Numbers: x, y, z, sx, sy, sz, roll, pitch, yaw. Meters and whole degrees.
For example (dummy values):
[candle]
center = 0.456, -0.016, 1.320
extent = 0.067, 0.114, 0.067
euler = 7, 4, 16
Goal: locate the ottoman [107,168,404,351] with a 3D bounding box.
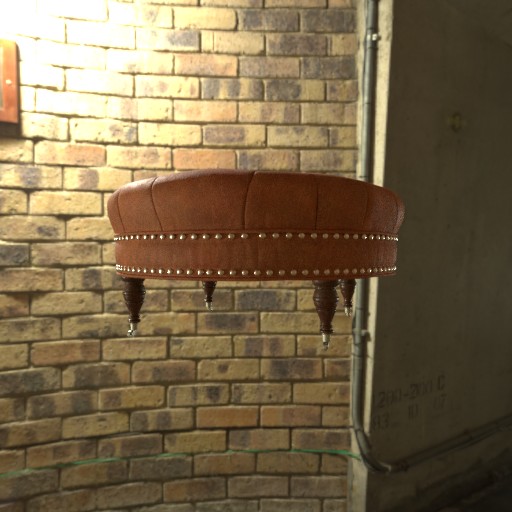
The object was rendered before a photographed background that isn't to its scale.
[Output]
[ottoman]
center = 0.000, 0.000, 1.404
extent = 0.901, 0.444, 0.901
euler = 0, 1, 0
